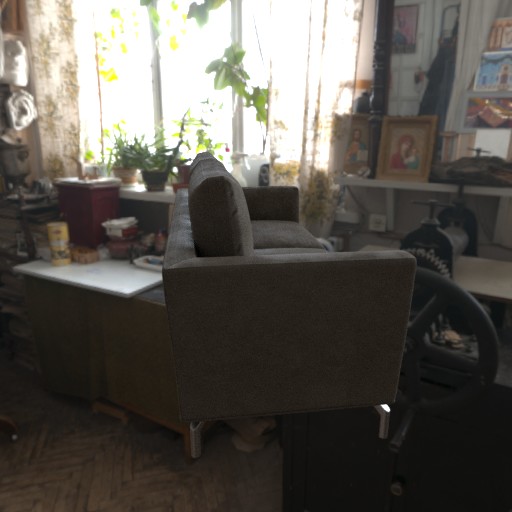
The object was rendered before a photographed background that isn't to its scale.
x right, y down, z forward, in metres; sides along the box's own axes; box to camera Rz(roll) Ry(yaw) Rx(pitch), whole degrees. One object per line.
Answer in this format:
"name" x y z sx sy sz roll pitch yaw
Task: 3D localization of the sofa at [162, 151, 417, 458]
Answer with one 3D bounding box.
"sofa" 0.000 0.000 2.347 0.855 1.013 1.832 -2 17 -8
